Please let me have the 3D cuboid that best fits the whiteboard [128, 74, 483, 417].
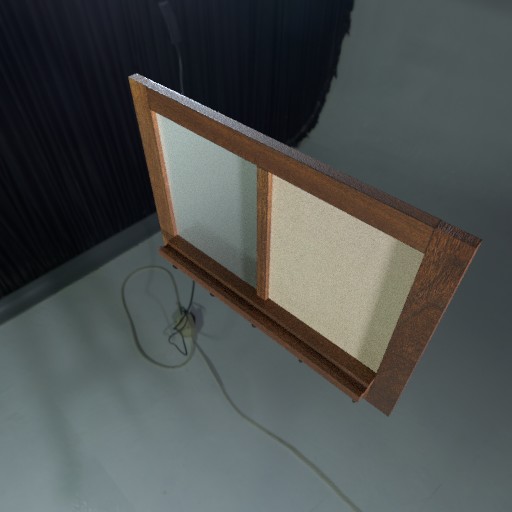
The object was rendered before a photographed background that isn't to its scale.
[{"bbox_3d":[0.000,0.000,0.985,0.783,0.559,0.083,33,55,27],"label":"whiteboard"}]
